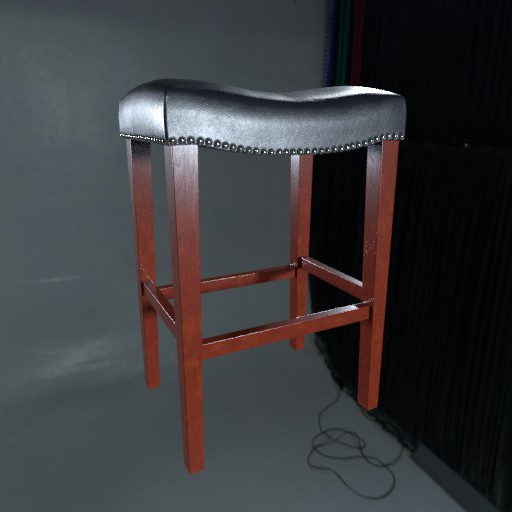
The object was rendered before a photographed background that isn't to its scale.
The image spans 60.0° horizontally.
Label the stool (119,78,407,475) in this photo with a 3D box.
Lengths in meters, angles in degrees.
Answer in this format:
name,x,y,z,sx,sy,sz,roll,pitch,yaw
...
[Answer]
name,x,y,z,sx,sy,sz,roll,pitch,yaw
stool,0.000,0.000,1.024,0.504,0.742,0.372,-8,19,-26
